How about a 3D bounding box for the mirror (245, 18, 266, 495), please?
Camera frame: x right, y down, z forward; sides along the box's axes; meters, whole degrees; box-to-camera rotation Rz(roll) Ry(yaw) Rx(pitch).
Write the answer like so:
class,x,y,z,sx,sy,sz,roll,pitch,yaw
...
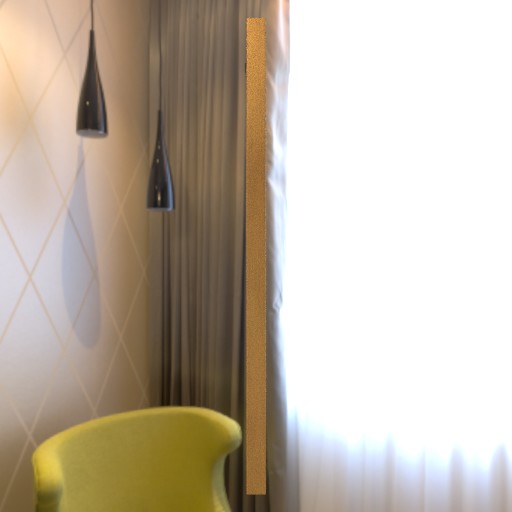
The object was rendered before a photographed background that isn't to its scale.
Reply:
class,x,y,z,sx,sy,sz,roll,pitch,yaw
mirror,0.000,0.000,1.155,0.041,0.915,0.609,0,0,0
